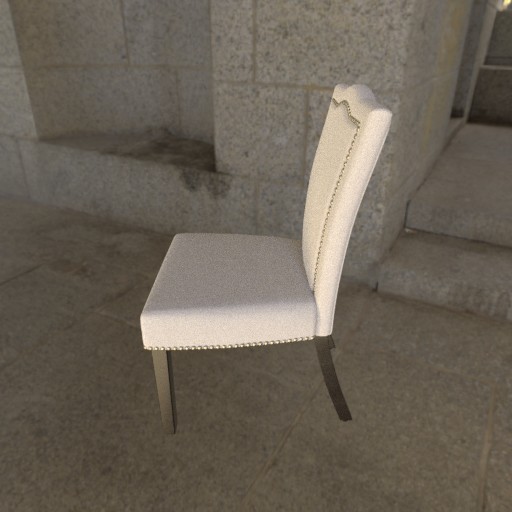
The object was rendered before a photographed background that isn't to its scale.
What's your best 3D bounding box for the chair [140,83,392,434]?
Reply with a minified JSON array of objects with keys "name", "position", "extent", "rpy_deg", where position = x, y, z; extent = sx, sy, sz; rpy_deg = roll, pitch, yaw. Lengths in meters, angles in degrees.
[{"name":"chair","position":[0.000,0.000,1.303],"extent":[0.589,0.946,0.518],"rpy_deg":[0,27,1]}]
